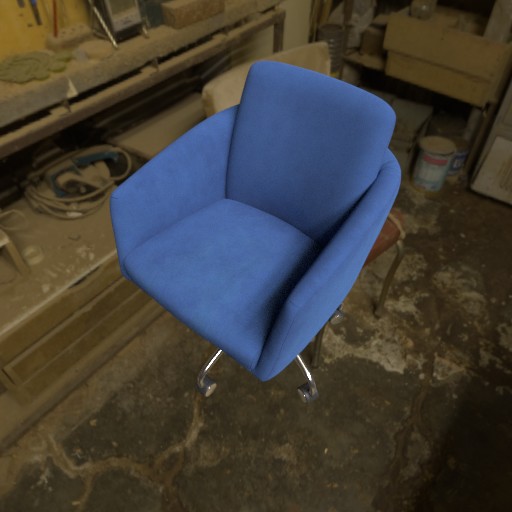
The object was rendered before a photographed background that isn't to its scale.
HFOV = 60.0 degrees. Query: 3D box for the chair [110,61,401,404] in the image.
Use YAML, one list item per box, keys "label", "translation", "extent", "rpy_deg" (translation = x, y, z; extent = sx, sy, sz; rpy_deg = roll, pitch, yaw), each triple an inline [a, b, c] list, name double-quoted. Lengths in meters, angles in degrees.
- label: "chair"
  translation: [0.000, 0.000, 1.328]
  extent: [0.641, 0.908, 0.635]
  rpy_deg: [31, 54, 26]
